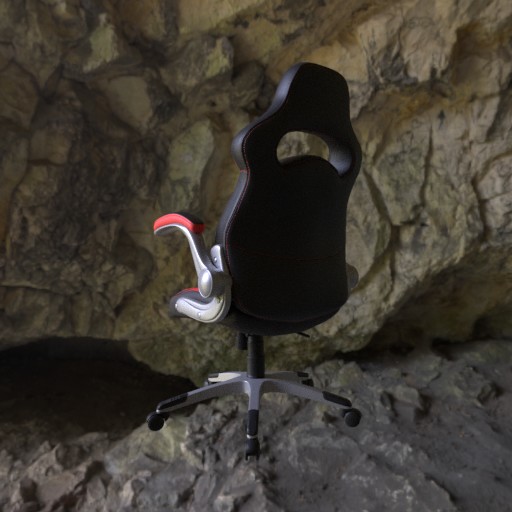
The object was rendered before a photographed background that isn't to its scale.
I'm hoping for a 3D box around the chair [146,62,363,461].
[{"bbox_3d":[0.000,0.000,1.613,0.758,1.165,0.712,0,0,-36],"label":"chair"}]
